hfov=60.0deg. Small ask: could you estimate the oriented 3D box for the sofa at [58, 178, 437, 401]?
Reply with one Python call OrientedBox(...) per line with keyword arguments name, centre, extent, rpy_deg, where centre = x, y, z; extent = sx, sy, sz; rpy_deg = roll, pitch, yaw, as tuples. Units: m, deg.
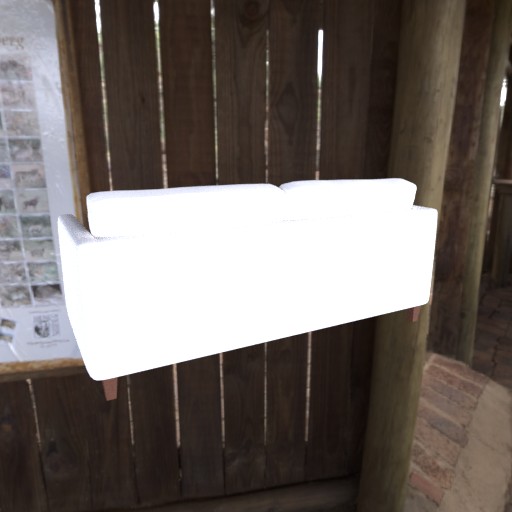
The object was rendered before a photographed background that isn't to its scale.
OrientedBox(name="sofa", centre=(0.000, 0.000, 2.716), extent=(2.139, 0.933, 0.924), rpy_deg=(-7, 16, -27))
